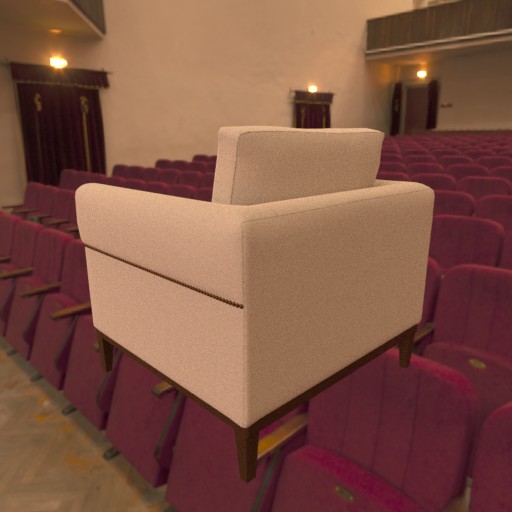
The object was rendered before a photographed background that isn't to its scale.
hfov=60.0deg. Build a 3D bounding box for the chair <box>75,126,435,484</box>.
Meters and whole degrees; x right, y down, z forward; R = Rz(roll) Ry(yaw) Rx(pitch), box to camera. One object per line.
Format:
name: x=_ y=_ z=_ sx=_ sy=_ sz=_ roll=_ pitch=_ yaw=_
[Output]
chair: x=0.000 y=0.000 z=1.646 sx=0.982 sy=0.915 sz=0.896 roll=-14 pitch=21 yaw=-42
